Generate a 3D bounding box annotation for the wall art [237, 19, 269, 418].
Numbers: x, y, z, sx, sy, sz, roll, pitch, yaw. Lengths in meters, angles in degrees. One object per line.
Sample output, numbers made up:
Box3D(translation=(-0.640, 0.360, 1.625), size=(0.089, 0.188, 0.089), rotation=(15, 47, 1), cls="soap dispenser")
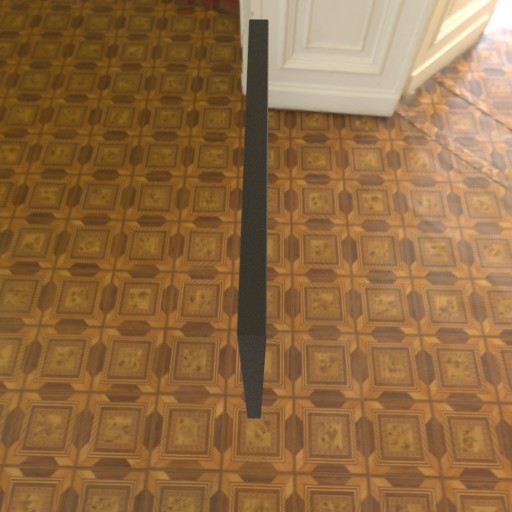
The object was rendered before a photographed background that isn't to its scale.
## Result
Box3D(translation=(0.000, 0.000, 0.762), size=(0.028, 0.558, 0.457), rotation=(1, 62, 0), cls="wall art")
